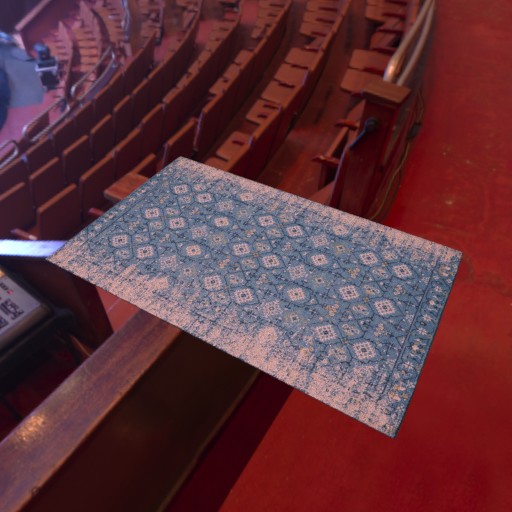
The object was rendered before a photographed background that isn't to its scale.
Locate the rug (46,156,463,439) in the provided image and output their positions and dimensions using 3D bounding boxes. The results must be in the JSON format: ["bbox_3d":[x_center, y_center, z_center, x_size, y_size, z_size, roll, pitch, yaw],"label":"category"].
[{"bbox_3d":[0.000,0.000,2.218,1.795,0.008,1.102,22,49,21],"label":"rug"}]
